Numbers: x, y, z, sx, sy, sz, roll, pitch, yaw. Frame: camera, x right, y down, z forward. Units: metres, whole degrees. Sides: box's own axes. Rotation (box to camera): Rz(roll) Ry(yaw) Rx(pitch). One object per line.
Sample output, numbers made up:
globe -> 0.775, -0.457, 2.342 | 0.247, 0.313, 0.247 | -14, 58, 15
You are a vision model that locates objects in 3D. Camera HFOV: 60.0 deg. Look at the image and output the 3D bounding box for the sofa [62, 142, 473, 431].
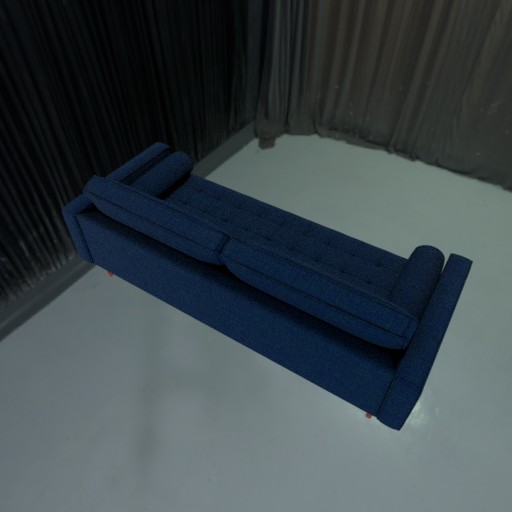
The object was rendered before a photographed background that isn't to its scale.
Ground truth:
sofa -> 0.000, 0.000, 2.641 | 2.210, 0.762, 0.914 | 24, 51, 22
